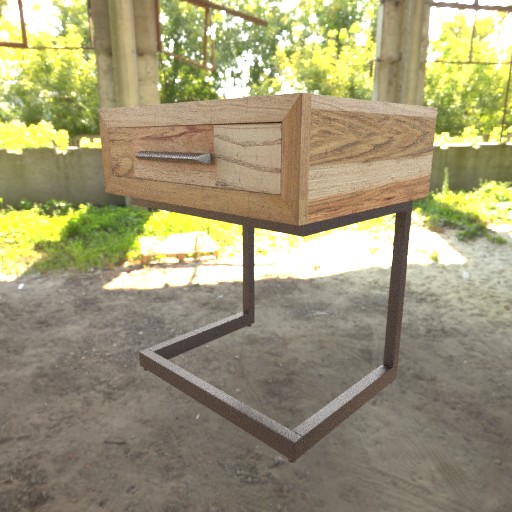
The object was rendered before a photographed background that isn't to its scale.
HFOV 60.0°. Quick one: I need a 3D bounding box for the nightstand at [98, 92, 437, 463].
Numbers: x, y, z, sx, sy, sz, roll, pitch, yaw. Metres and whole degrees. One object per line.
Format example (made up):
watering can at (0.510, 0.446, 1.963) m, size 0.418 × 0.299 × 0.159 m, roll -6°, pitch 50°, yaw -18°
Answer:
nightstand at (0.000, 0.000, 0.996) m, size 0.558 × 0.632 × 0.481 m, roll 14°, pitch 20°, yaw 42°
